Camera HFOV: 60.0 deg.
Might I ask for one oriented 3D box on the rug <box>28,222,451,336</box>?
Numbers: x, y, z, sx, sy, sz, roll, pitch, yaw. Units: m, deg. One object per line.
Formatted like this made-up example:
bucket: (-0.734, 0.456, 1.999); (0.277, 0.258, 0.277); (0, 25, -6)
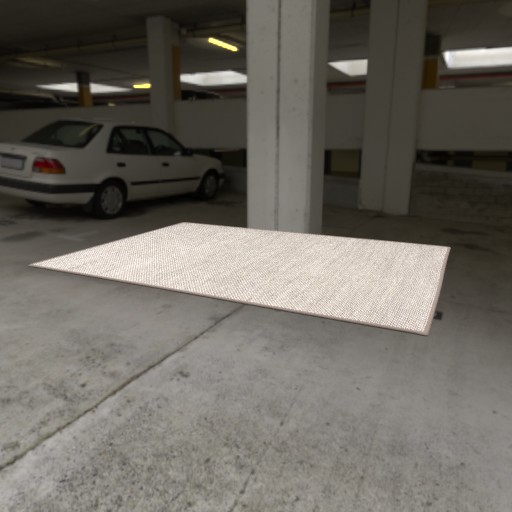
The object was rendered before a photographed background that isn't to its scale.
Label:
rug: (0.000, 0.000, 2.694); (2.115, 0.013, 1.517); (7, 16, 25)
